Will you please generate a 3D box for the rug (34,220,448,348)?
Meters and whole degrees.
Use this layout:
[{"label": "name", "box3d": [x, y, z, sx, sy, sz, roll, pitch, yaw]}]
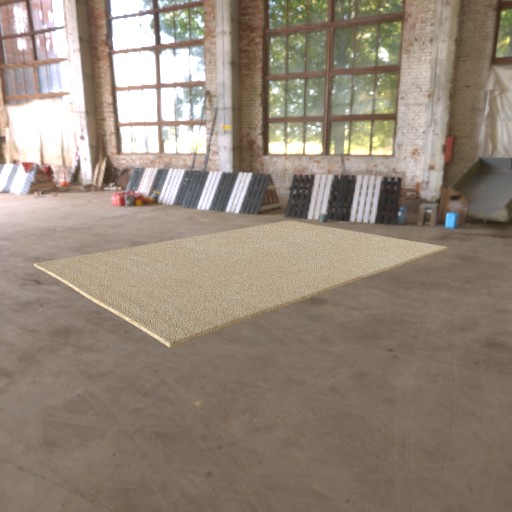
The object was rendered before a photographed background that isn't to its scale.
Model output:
[{"label": "rug", "box3d": [0.000, 0.000, 3.448, 2.699, 0.025, 1.800, -13, 19, -41]}]
